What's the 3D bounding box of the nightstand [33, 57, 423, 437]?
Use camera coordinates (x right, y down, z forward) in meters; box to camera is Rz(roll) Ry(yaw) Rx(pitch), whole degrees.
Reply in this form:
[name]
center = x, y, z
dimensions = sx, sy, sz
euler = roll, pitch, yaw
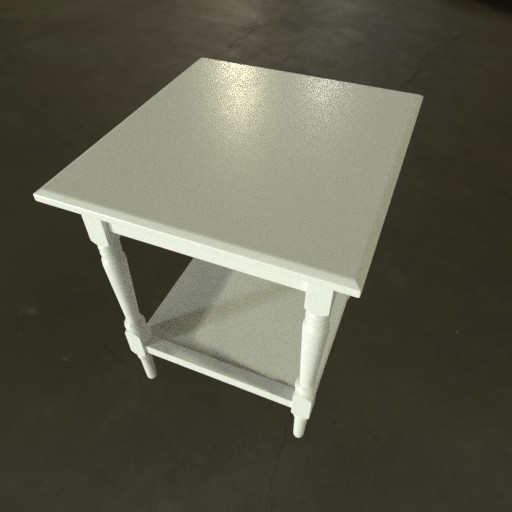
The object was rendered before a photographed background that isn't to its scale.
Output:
[nightstand]
center = 0.000, 0.000, 0.908
dimensions = 0.459, 0.555, 0.505
euler = 16, 48, 15
